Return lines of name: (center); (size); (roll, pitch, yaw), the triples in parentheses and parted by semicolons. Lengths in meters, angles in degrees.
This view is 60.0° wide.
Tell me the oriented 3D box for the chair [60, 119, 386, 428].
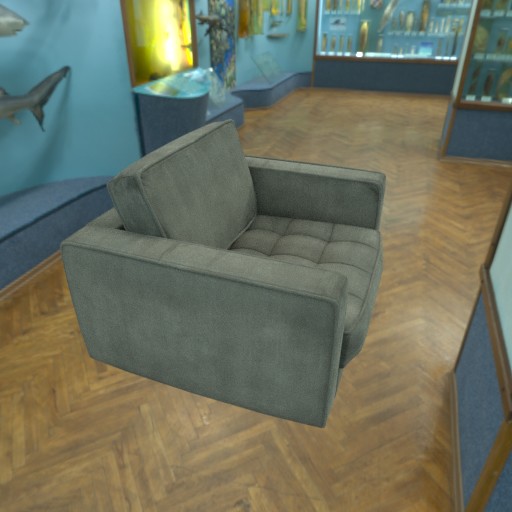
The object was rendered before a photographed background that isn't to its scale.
chair: (0.000, 0.000, 1.541); (0.843, 0.773, 0.928); (11, 32, 18)
